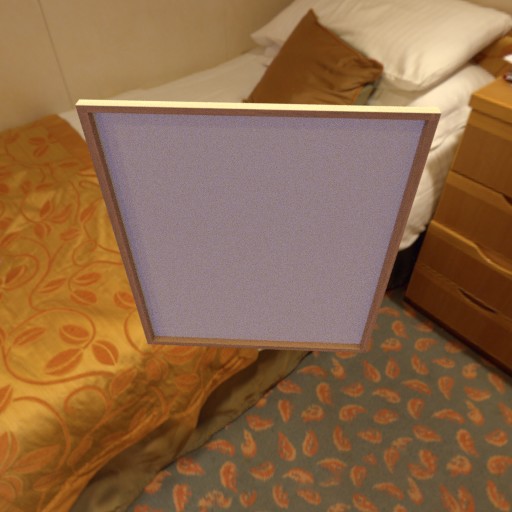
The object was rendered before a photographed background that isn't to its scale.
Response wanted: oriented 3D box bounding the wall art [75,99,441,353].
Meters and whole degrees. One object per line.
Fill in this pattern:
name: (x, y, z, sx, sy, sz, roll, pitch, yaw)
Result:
wall art: (0.000, 0.000, 0.994, 0.609, 0.710, 0.021, 2, 45, 2)
